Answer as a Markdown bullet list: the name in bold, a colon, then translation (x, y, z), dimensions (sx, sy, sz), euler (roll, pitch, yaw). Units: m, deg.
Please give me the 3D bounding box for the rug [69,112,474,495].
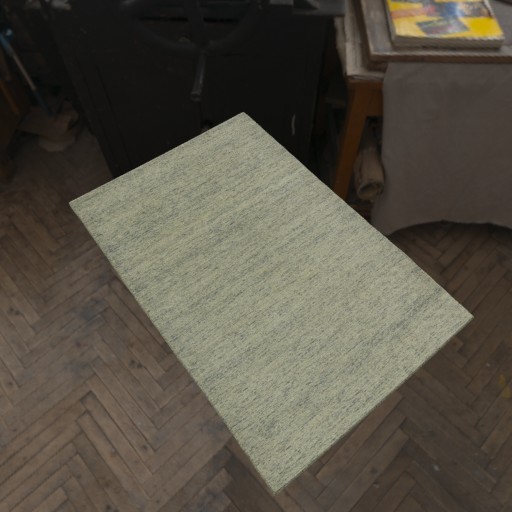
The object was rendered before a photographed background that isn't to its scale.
- **rug**: translation (0.000, 0.000, 2.312), dimensions (1.243, 0.014, 1.846), euler (-33, 64, -19)
